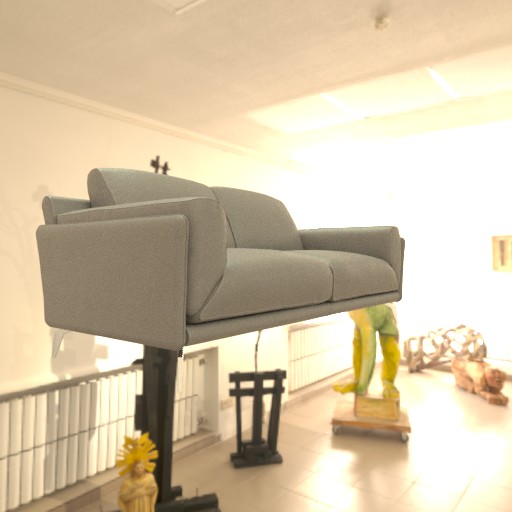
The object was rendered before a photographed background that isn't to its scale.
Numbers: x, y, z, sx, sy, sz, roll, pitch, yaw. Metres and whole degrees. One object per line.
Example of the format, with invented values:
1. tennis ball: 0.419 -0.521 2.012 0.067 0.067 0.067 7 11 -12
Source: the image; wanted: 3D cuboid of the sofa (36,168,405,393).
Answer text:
1. sofa: 0.000 0.000 2.580 1.049 0.930 2.101 0 0 38
